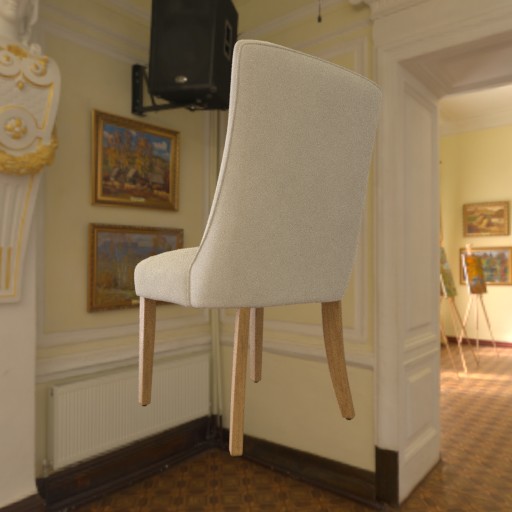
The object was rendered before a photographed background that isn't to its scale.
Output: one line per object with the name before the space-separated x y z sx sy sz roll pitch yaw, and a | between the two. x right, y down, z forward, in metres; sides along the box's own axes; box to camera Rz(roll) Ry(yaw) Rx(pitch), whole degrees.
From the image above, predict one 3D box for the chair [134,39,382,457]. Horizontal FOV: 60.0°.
chair | 0.000 0.000 1.249 0.495 0.902 0.610 0 -1 -37
